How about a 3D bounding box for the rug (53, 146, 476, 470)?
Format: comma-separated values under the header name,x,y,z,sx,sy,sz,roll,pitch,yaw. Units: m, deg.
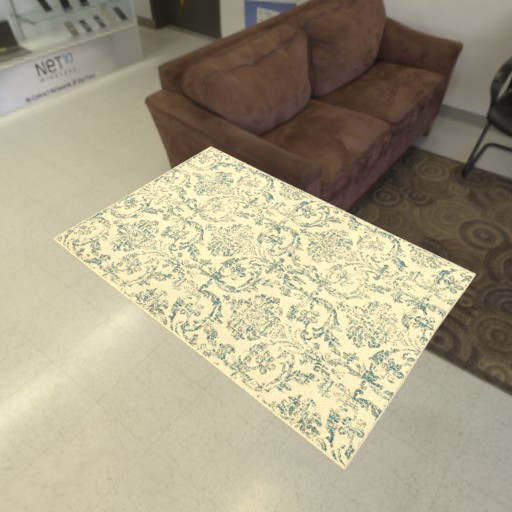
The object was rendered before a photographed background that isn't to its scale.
name,x,y,z,sx,sy,sz,roll,pitch,yaw
rug,0.000,0.000,3.428,2.746,0.018,1.819,31,53,27
